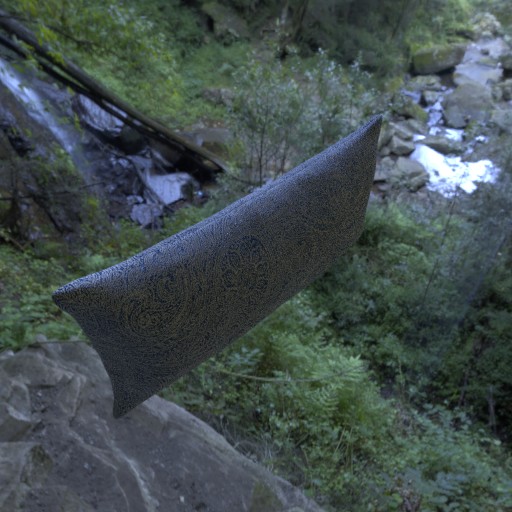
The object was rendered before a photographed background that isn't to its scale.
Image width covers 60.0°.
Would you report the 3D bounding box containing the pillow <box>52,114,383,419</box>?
[{"bbox_3d":[0.000,0.000,0.733,0.615,0.295,0.151,-34,53,-30],"label":"pillow"}]
